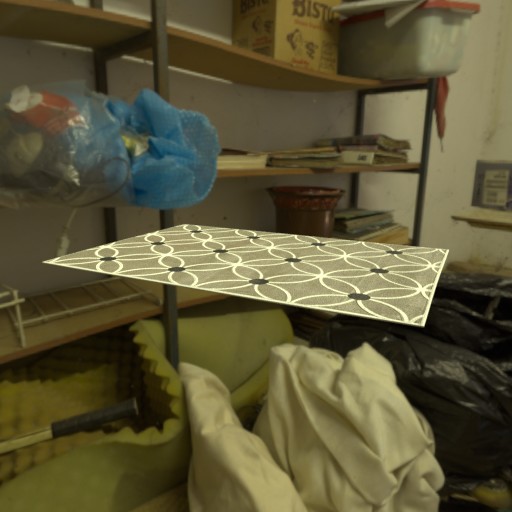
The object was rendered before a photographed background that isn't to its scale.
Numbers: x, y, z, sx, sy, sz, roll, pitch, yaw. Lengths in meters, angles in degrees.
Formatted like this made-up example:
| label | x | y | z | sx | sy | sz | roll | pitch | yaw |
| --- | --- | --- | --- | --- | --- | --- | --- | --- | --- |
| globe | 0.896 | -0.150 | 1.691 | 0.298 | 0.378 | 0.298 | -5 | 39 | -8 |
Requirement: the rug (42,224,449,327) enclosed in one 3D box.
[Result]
| label | x | y | z | sx | sy | sz | roll | pitch | yaw |
| --- | --- | --- | --- | --- | --- | --- | --- | --- | --- |
| rug | 0.000 | 0.000 | 2.960 | 2.284 | 0.008 | 1.522 | 7 | 16 | 26 |
